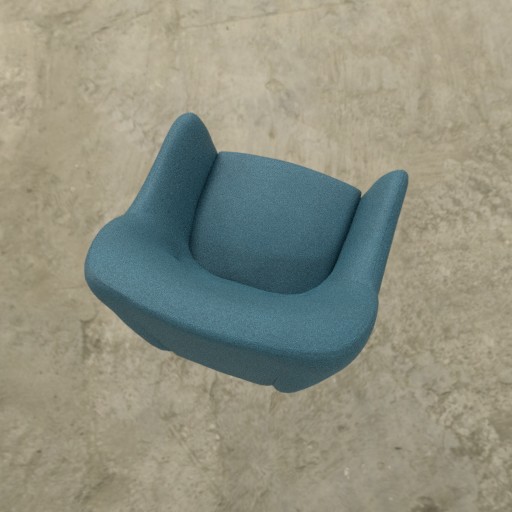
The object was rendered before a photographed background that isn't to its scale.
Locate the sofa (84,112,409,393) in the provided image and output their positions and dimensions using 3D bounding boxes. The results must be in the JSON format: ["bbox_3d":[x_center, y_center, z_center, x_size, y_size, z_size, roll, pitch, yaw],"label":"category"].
[{"bbox_3d":[0.000,0.000,1.537,0.836,0.817,0.825,17,66,8],"label":"sofa"}]
